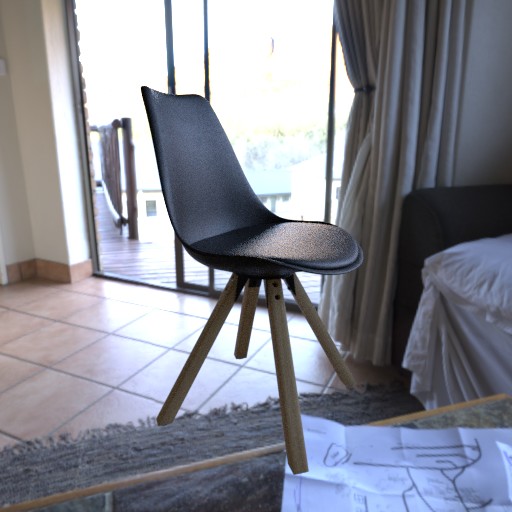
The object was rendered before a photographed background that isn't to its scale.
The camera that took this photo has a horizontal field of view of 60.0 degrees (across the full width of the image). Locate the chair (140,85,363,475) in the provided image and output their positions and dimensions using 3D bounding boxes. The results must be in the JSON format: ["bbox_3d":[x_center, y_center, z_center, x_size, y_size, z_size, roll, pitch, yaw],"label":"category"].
[{"bbox_3d":[0.000,0.000,1.170,0.549,0.850,0.485,7,16,26],"label":"chair"}]
